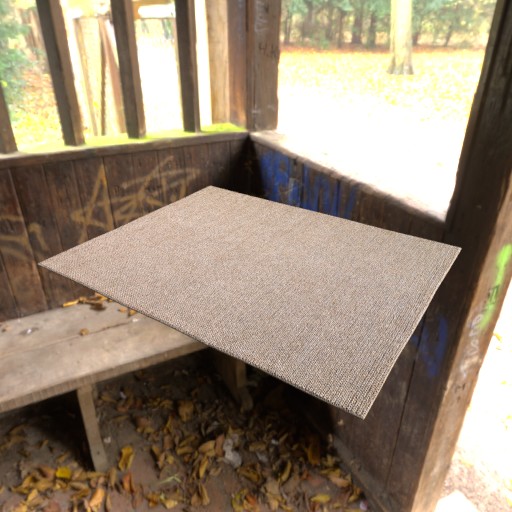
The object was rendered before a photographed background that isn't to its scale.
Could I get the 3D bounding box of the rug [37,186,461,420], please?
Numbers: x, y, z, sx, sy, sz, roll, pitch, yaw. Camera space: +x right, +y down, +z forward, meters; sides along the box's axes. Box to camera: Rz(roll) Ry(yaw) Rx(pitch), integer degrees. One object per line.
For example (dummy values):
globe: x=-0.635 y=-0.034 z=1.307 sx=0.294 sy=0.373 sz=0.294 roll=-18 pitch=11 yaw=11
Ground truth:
rug: x=0.000 y=0.000 z=4.033 sx=3.034 sy=0.012 sz=2.406 roll=18 pitch=34 yaw=29
